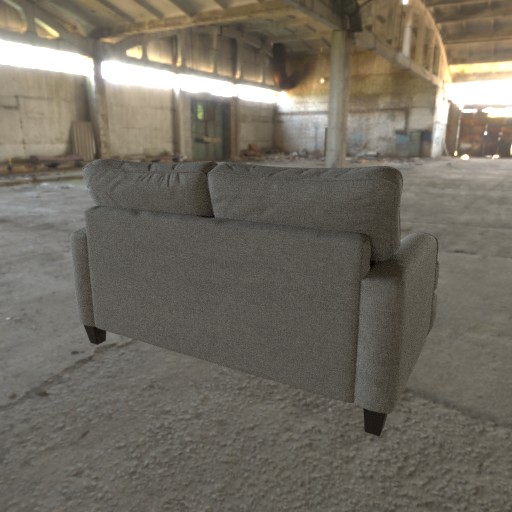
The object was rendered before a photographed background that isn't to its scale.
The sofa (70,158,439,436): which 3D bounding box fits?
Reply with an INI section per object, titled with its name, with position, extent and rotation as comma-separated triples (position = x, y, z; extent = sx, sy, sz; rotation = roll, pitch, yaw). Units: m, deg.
[sofa]
position = 0.000, 0.000, 2.233
extent = 1.651, 0.965, 0.965
rotation = 8, 17, 29
